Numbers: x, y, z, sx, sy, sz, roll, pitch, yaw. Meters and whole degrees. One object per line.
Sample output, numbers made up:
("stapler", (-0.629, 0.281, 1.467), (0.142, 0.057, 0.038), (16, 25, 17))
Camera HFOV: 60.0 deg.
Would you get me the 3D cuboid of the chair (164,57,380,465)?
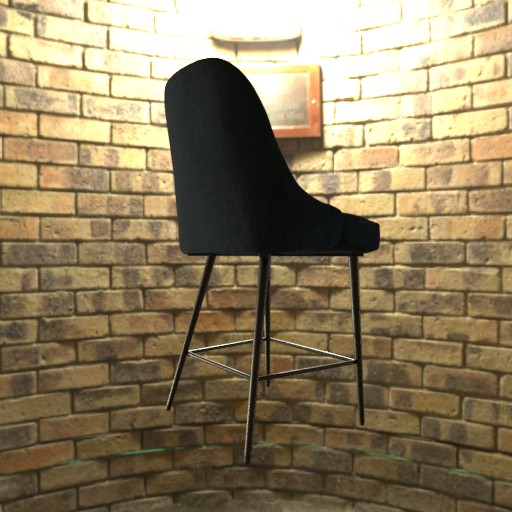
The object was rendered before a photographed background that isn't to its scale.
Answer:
("chair", (0.000, 0.000, 1.254), (0.489, 0.927, 0.526), (-1, 1, -36))
